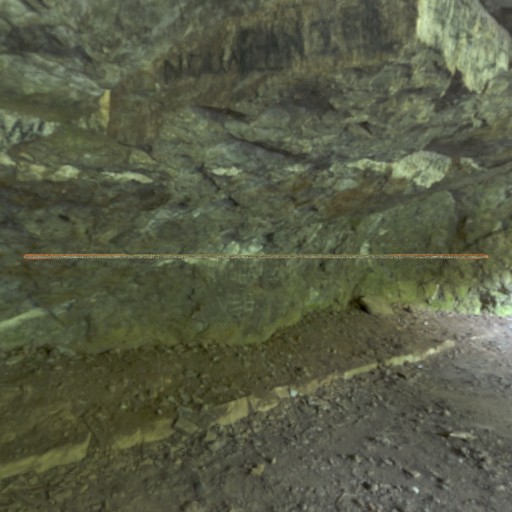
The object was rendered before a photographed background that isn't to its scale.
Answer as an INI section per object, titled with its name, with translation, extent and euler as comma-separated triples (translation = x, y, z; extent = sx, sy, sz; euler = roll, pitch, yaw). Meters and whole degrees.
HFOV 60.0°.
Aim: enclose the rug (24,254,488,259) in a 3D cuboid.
[rug]
translation = 0.000, 0.000, 2.319
extent = 1.838, 0.019, 1.220
euler = 0, 0, 0
